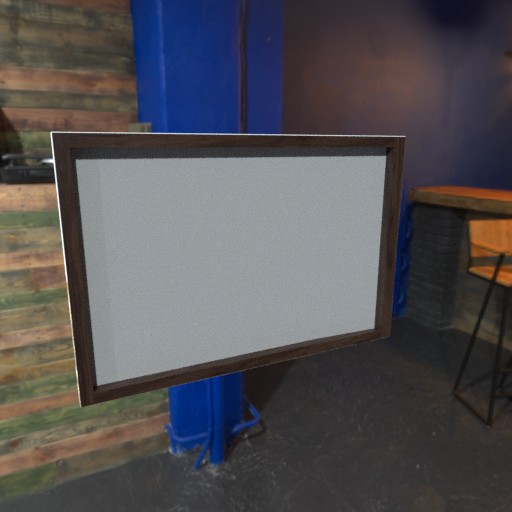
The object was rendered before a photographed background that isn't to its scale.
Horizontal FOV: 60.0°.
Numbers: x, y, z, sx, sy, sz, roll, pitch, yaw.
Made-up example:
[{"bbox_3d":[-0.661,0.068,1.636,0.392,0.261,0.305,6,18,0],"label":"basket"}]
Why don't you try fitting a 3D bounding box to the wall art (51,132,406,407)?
[{"bbox_3d":[0.000,0.000,1.155,0.914,0.610,0.050,-7,15,-25],"label":"wall art"}]
